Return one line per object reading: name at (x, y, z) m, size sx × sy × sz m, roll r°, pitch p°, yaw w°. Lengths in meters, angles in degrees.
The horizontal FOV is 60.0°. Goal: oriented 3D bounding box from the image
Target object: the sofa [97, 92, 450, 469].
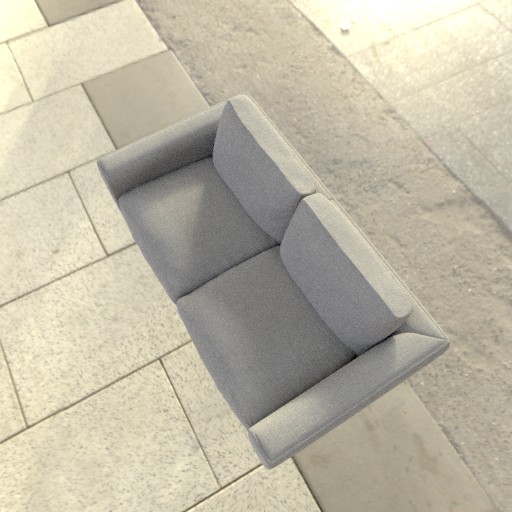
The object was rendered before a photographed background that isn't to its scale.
sofa at (0.000, 0.000, 2.467) m, size 1.069 × 0.800 × 1.920 m, roll -29°, pitch 68°, yaw -13°
